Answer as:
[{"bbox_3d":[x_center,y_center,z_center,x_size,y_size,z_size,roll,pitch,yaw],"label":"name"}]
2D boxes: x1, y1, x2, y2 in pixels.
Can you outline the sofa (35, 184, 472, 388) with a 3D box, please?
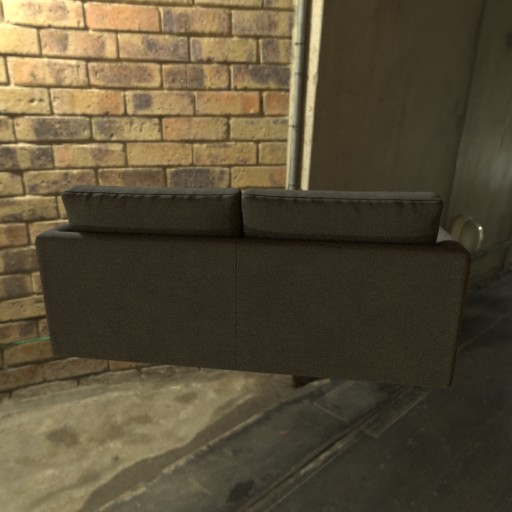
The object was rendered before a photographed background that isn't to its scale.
[{"bbox_3d":[0.000,0.000,2.452,1.909,0.845,1.091,2,16,8],"label":"sofa"}]
